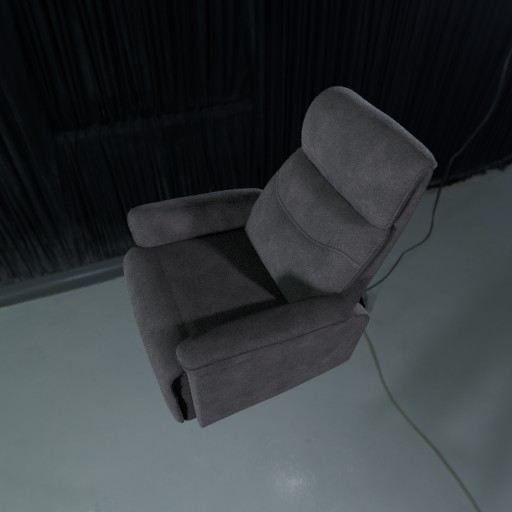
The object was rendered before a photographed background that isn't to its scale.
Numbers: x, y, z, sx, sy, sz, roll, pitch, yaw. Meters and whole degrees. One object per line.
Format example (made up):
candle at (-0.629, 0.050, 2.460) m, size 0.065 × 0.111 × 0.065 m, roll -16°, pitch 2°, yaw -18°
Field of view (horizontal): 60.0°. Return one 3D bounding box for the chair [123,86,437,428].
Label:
chair at (0.000, 0.000, 1.736) m, size 1.009 × 1.035 × 0.830 m, roll -18°, pitch 48°, yaw -16°
